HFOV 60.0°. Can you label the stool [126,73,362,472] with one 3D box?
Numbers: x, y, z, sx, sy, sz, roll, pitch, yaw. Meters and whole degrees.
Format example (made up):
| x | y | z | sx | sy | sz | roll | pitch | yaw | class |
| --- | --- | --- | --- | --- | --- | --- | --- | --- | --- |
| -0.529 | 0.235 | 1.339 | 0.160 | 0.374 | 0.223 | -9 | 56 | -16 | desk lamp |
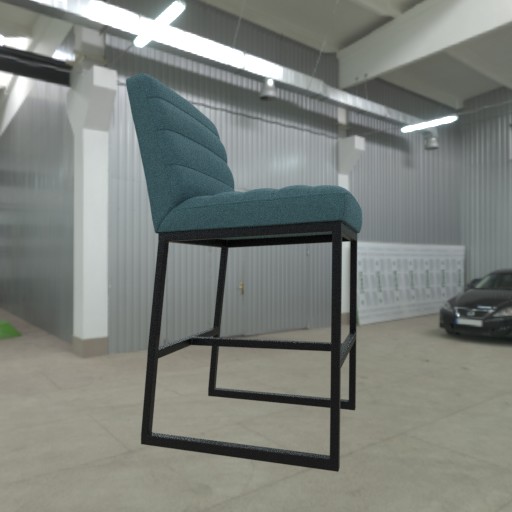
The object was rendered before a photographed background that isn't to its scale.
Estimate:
| x | y | z | sx | sy | sz | roll | pitch | yaw | class |
| --- | --- | --- | --- | --- | --- | --- | --- | --- | --- |
| 0.000 | 0.000 | 1.247 | 0.560 | 0.940 | 0.460 | 0 | -1 | 17 | stool |
